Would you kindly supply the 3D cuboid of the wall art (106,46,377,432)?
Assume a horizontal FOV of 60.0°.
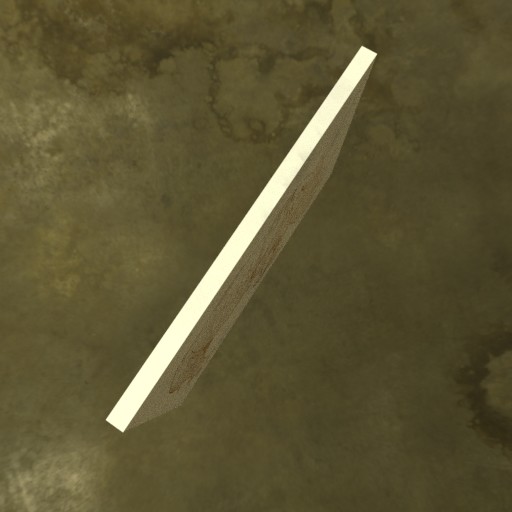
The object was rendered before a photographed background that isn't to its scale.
[{"bbox_3d":[0.000,0.000,1.165,0.038,0.610,0.915,32,78,8],"label":"wall art"}]
